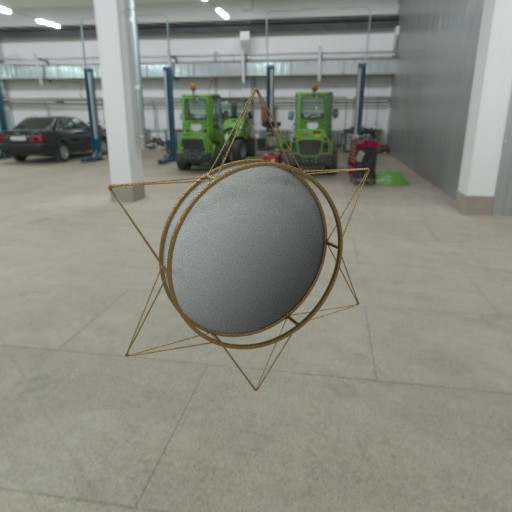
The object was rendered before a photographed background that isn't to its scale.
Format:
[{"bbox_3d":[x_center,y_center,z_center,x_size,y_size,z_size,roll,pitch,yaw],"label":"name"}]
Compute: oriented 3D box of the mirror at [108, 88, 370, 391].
[{"bbox_3d":[0.000,0.000,0.818,0.498,0.581,0.062,-8,20,-24],"label":"mirror"}]
